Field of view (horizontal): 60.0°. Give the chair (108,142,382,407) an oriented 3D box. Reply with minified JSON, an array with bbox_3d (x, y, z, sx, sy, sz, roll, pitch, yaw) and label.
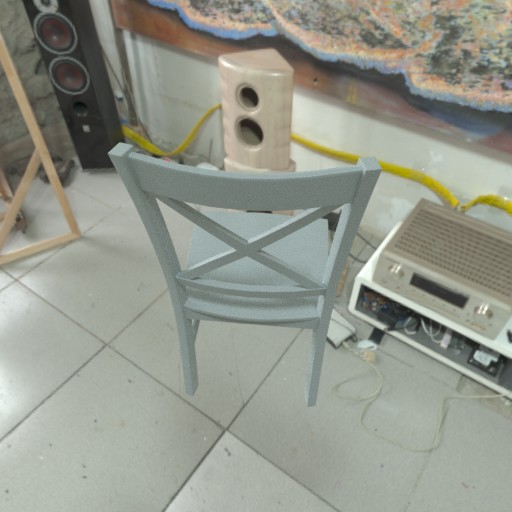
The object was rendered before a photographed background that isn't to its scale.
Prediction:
[{"bbox_3d":[0.000,0.000,1.300,0.485,0.983,0.542,4,46,4],"label":"chair"}]
